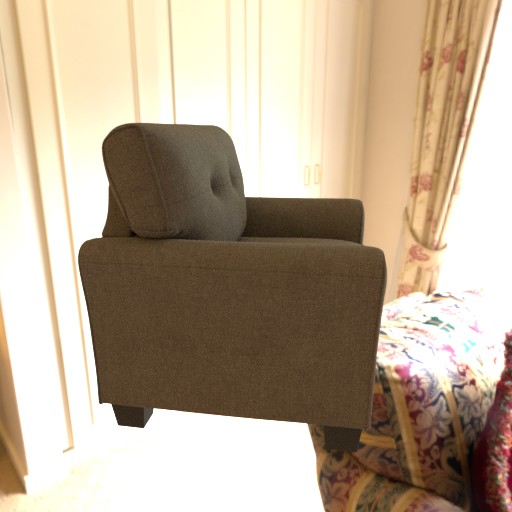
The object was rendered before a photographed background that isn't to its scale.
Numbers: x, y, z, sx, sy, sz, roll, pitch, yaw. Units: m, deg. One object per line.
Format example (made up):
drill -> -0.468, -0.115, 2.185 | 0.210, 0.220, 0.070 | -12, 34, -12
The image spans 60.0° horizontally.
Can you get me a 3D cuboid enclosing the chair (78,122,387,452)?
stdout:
chair -> 0.000, 0.000, 1.559 | 0.816, 0.890, 0.941 | 3, 16, 9
